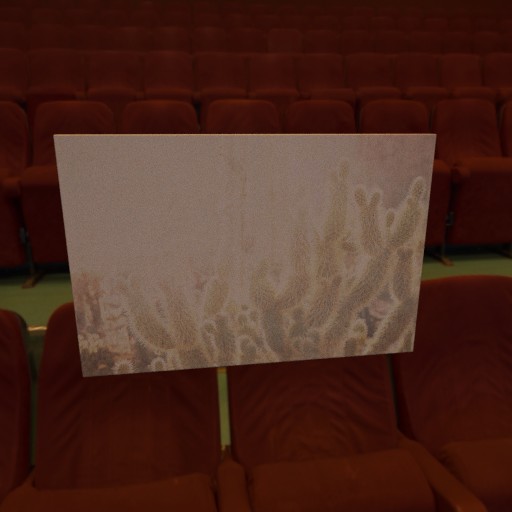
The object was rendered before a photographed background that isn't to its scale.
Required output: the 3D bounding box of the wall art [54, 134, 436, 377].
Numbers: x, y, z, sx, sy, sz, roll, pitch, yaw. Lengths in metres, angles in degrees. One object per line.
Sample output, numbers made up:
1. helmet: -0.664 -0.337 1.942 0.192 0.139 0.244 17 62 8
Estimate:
1. wall art: 0.000 0.000 1.433 1.142 0.758 0.041 -2 16 -8
